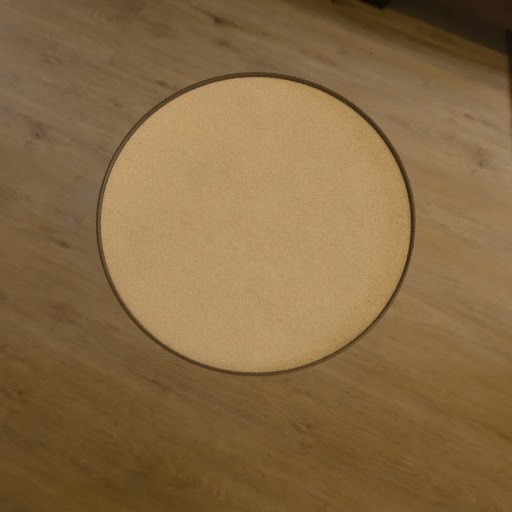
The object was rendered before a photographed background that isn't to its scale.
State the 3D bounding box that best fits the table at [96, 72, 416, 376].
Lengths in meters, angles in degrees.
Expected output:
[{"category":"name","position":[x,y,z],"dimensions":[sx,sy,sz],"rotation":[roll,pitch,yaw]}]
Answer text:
[{"category":"table","position":[0.000,0.000,0.940],"dimensions":[0.480,0.565,0.480],"rotation":[0,76,0]}]
